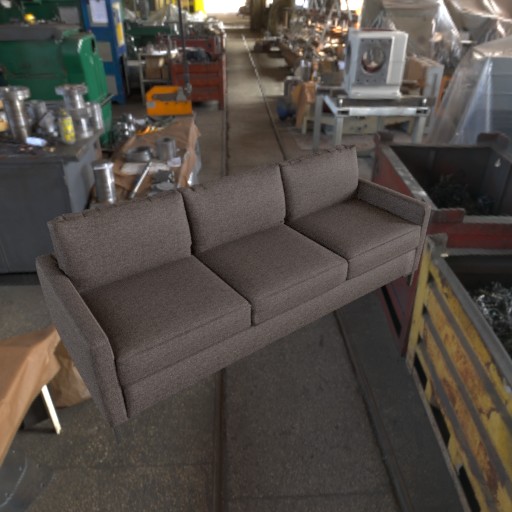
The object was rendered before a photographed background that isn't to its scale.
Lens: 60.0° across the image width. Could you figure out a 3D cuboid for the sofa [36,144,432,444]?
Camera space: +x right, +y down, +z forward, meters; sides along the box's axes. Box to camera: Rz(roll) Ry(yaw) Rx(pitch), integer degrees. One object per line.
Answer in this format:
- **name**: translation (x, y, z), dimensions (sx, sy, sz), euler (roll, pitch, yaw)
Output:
- **sofa**: translation (0.000, 0.000, 2.658), dimensions (2.253, 0.882, 0.876), euler (-21, 37, -31)
